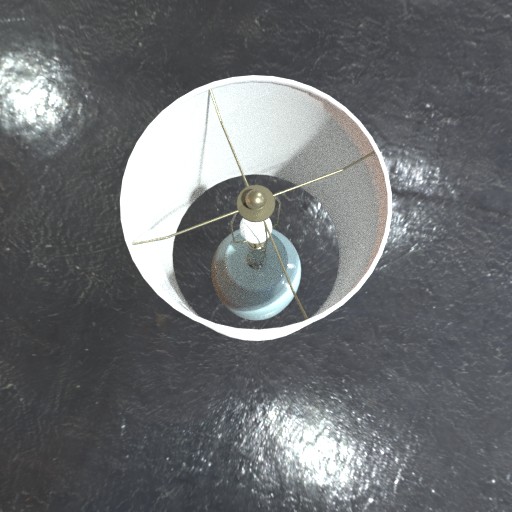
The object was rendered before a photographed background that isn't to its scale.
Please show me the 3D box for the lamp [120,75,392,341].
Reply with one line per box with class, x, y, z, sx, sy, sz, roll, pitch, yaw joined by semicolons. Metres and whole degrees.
lamp;0.000;0.000;1.106;0.418;0.871;0.418;16;78;3
